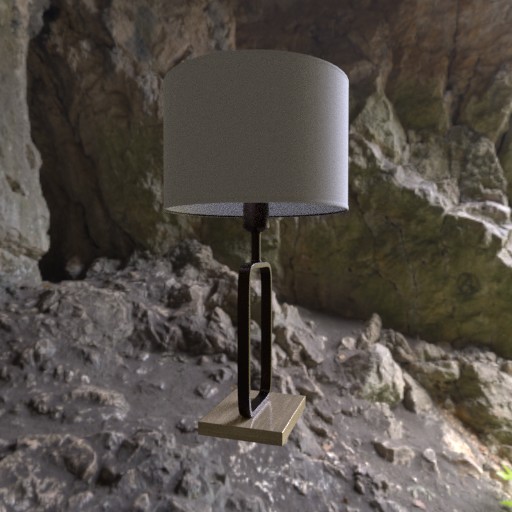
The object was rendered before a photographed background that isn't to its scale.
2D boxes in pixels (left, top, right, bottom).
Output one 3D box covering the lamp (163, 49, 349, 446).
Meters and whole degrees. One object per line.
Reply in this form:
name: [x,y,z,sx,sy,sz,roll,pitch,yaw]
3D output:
lamp: [0.000,0.000,0.683,0.279,0.508,0.279,0,1,18]
